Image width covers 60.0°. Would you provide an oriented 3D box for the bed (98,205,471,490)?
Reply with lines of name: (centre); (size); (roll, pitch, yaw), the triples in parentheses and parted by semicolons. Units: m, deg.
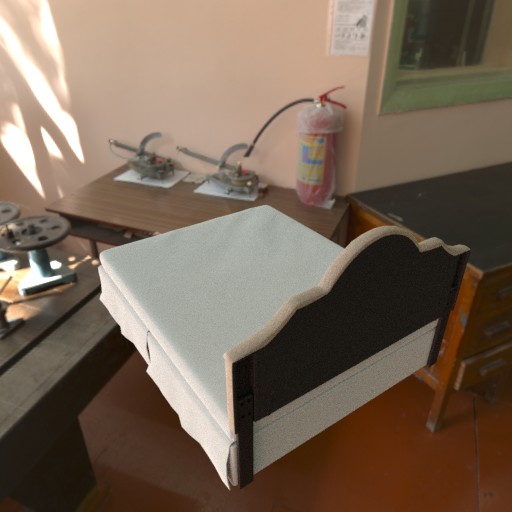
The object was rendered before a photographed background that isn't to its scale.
bed: (0.000, 0.000, 2.915); (1.667, 1.194, 1.970); (-19, 36, -29)
